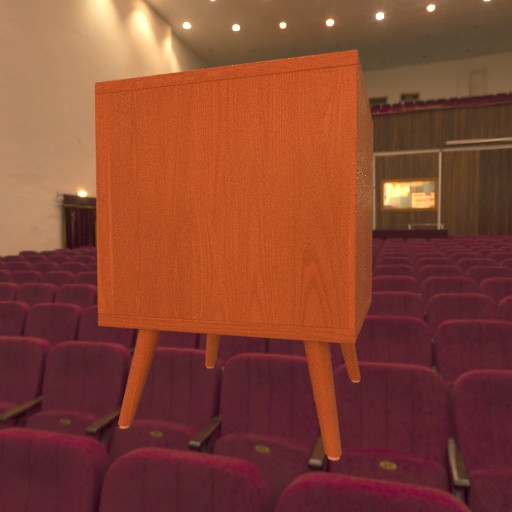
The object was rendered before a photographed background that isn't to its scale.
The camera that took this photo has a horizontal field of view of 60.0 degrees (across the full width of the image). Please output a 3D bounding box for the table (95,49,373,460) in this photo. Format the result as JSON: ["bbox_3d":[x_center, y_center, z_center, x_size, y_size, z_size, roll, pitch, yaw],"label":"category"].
[{"bbox_3d":[0.000,0.000,0.829,0.400,0.550,0.400,1,2,18],"label":"table"}]
